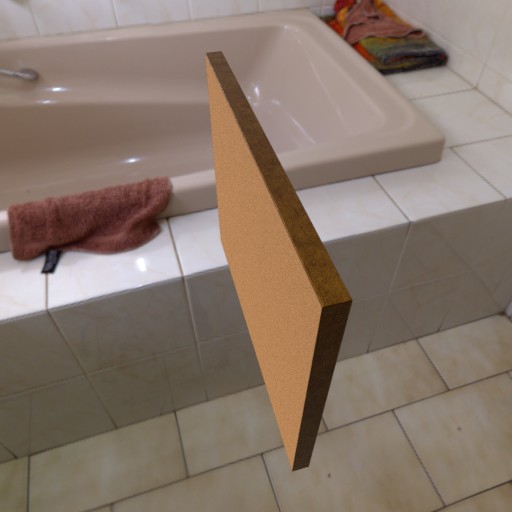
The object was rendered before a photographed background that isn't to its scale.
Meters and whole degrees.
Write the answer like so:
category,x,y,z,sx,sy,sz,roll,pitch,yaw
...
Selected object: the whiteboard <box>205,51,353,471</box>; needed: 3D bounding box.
category,x,y,z,sx,sy,sz,roll,pitch,yaw
whiteboard,0.000,0.000,0.752,0.029,0.457,0.561,-11,48,-10
